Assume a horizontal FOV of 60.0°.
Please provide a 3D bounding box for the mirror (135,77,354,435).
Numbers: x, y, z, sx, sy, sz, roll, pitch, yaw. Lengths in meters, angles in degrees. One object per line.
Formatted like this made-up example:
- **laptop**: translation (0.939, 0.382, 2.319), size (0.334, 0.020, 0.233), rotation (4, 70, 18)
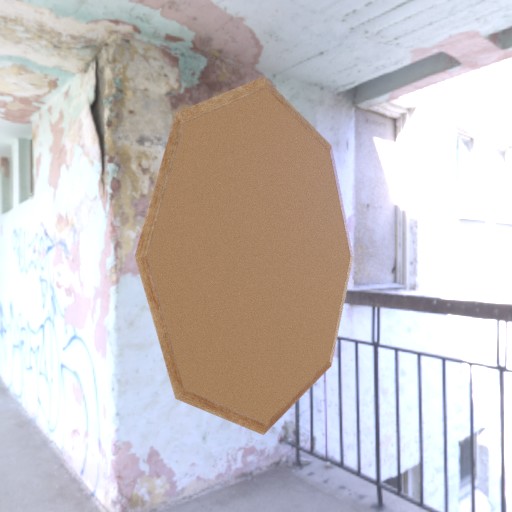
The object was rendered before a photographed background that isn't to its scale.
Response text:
- **mirror**: translation (0.000, 0.000, 0.981), size (0.577, 0.774, 0.070), rotation (0, 0, -37)
